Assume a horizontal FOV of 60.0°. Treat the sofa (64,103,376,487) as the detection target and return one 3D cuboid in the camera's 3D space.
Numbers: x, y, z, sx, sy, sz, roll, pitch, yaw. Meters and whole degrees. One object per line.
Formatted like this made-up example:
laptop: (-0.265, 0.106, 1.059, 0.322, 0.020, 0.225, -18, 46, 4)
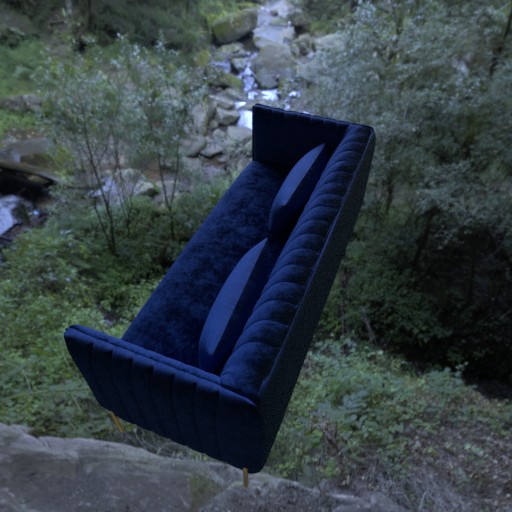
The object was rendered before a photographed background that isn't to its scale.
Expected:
sofa: (0.000, 0.000, 2.561, 0.896, 0.793, 2.136, 16, 48, 15)
